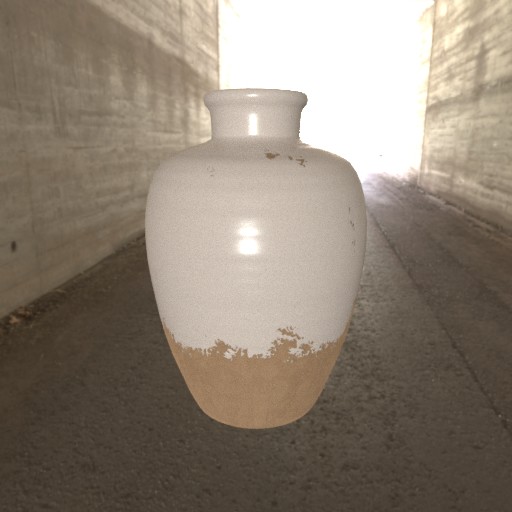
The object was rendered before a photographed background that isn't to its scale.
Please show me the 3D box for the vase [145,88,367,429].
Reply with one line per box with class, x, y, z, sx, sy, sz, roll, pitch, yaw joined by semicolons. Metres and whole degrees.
vase;0.000;0.000;0.330;0.158;0.228;0.158;0;14;0
